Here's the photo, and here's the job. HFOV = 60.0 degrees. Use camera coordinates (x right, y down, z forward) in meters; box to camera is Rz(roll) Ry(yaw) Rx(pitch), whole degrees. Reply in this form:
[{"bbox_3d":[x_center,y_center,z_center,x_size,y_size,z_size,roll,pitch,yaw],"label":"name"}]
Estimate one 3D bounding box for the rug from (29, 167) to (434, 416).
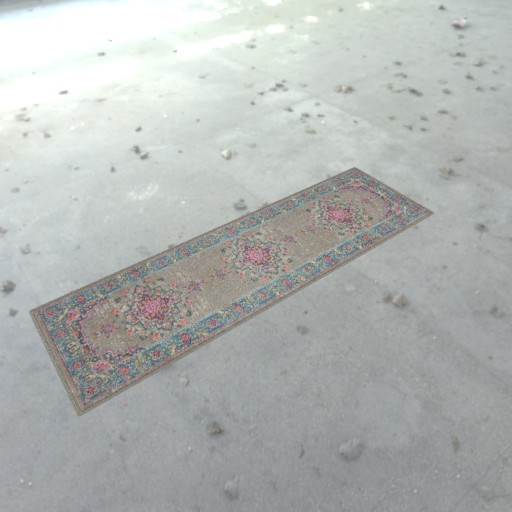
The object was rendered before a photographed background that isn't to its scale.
[{"bbox_3d":[0.000,0.000,1.985,1.827,0.012,0.553,-26,48,-26],"label":"rug"}]
